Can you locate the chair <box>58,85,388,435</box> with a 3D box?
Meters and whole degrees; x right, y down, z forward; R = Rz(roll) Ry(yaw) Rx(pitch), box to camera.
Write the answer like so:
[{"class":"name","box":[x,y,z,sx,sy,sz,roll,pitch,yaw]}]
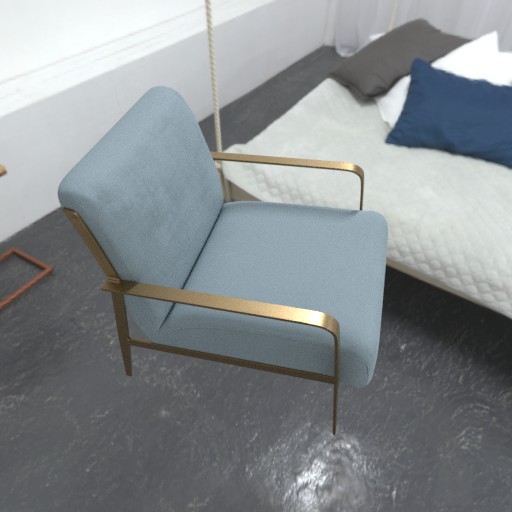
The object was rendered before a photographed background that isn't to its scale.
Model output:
[{"class":"chair","box":[0.000,0.000,1.456,0.842,0.824,0.701,11,46,10]}]
